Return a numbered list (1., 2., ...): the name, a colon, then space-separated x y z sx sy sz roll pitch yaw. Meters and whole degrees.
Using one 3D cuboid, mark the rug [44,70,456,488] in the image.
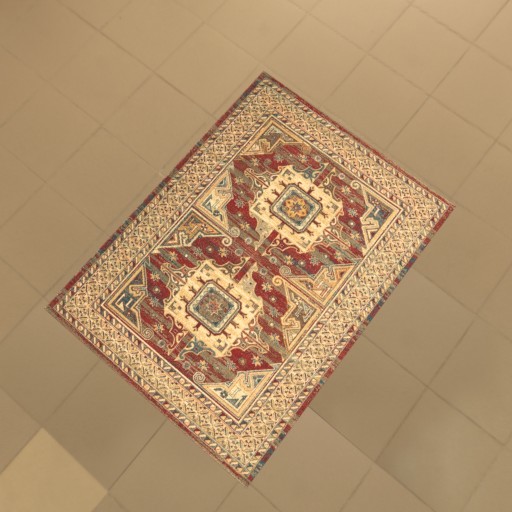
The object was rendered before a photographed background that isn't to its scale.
1. rug: 0.000 0.000 4.159 2.381 0.013 3.197 38 79 9
